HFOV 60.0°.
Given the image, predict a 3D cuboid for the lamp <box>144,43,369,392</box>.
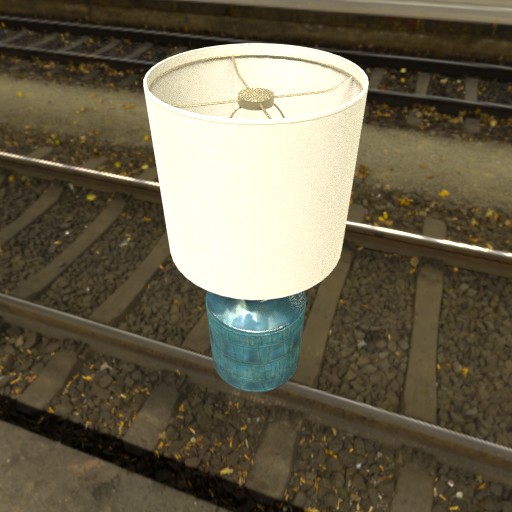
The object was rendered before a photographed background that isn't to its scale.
[{"bbox_3d":[0.000,0.000,0.570,0.211,0.455,0.211,-1,40,-1],"label":"lamp"}]
